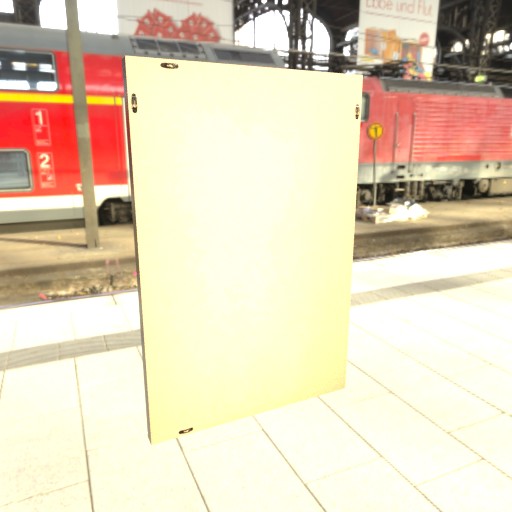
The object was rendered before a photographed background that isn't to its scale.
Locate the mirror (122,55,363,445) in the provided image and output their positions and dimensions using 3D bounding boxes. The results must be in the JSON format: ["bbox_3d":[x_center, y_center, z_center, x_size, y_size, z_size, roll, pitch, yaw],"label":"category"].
[{"bbox_3d":[0.000,0.000,1.155,0.609,0.915,0.041,-7,16,-26],"label":"mirror"}]
